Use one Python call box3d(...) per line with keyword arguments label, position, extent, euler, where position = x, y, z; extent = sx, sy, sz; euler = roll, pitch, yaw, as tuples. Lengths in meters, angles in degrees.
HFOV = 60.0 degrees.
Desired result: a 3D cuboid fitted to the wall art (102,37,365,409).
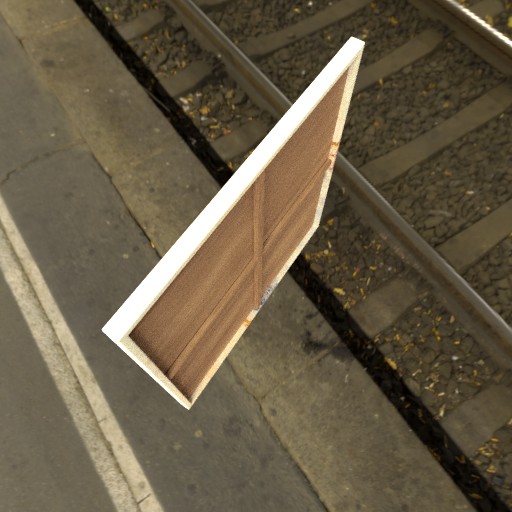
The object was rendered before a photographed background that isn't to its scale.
box3d(label="wall art", position=(0.000, 0.000, 1.313), extent=(0.038, 0.889, 0.889), euler=(31, 68, 14))
